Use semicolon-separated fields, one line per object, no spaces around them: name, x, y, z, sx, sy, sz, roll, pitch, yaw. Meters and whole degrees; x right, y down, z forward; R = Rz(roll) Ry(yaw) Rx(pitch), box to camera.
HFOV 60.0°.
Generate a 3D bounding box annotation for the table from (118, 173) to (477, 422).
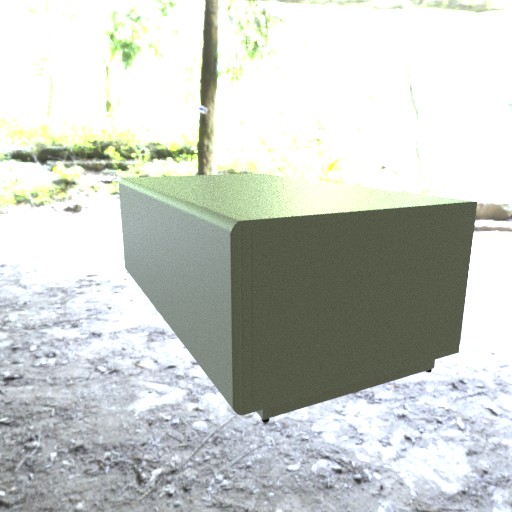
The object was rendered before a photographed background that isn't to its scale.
table;0.000;0.000;1.417;0.639;0.442;1.097;-7;16;-25
